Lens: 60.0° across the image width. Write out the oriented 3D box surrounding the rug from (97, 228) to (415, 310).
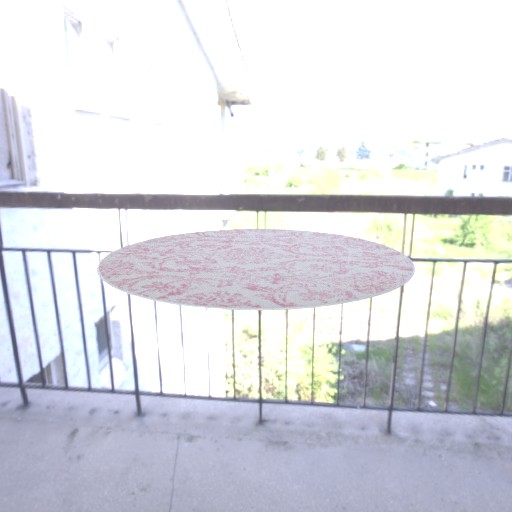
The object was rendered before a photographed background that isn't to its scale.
[{"bbox_3d":[0.000,0.000,2.349,1.593,0.012,1.593,0,14,0],"label":"rug"}]
